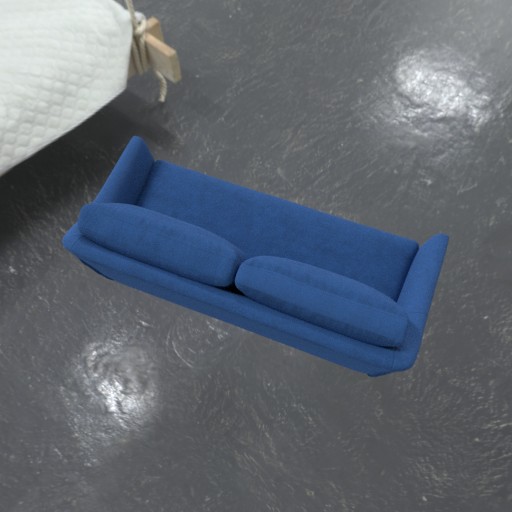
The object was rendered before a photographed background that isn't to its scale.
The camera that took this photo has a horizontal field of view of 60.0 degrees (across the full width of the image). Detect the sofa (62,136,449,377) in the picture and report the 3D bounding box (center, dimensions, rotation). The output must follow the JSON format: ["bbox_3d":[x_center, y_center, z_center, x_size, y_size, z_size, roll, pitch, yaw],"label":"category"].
[{"bbox_3d":[0.000,0.000,2.629,2.036,0.903,0.960,19,65,9],"label":"sofa"}]
